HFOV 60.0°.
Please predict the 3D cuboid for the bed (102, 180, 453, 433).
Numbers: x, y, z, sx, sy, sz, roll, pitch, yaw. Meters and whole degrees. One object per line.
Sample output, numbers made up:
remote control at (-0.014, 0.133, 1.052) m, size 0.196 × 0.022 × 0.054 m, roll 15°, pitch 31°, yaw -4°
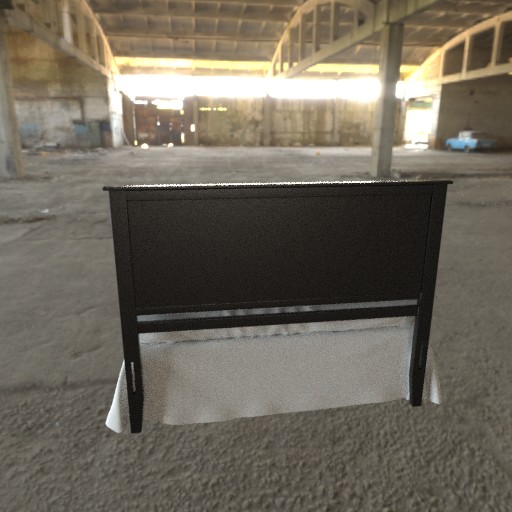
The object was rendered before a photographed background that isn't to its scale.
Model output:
bed at (0.000, 0.000, 3.182) m, size 1.870 × 1.270 × 2.050 m, roll -2°, pitch 16°, yaw -8°
